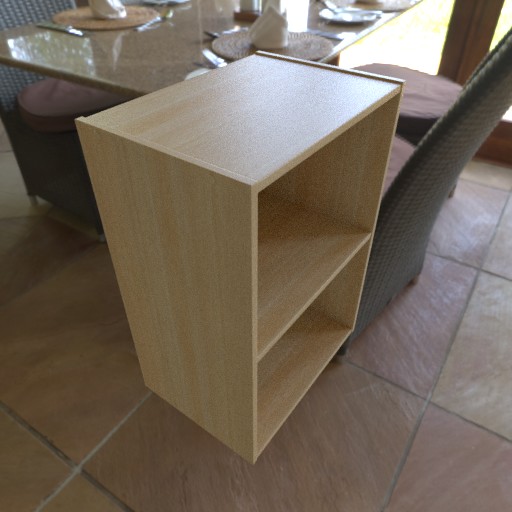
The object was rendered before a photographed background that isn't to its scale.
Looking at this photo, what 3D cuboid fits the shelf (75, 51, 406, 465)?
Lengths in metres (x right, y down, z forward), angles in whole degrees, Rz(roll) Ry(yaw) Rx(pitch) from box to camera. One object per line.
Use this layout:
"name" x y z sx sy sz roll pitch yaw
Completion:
"shelf" 0.000 0.000 0.830 0.290 0.592 0.414 25 45 27
